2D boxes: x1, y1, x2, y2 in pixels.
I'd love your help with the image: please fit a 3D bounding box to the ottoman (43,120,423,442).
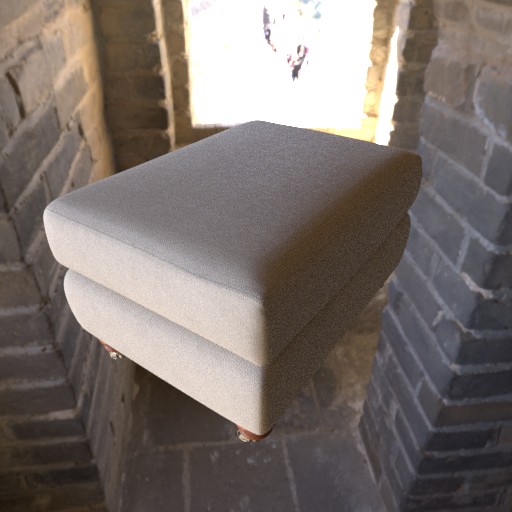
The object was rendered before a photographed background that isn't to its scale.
[{"bbox_3d":[0.000,0.000,1.126,0.569,0.504,0.773,21,38,29],"label":"ottoman"}]
